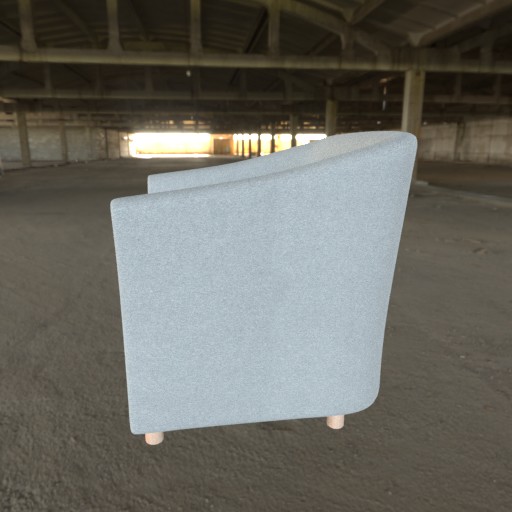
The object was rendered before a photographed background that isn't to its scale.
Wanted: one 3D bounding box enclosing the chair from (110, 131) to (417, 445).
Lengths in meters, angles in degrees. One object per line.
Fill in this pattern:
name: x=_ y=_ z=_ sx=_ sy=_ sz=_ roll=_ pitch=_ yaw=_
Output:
chair: x=0.000 y=0.000 z=1.333 sx=0.700 sy=0.720 sz=0.790 roll=-2 pitch=14 yaw=-8
